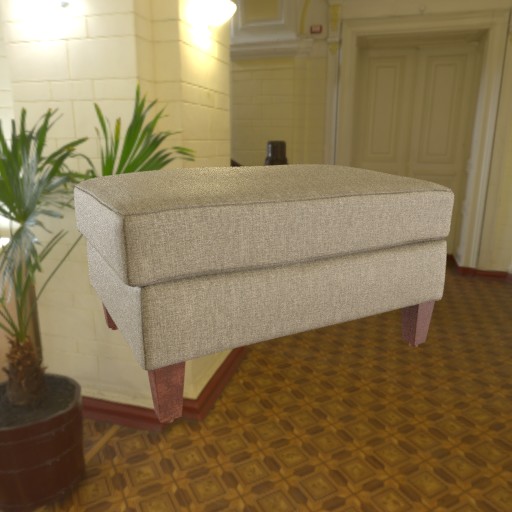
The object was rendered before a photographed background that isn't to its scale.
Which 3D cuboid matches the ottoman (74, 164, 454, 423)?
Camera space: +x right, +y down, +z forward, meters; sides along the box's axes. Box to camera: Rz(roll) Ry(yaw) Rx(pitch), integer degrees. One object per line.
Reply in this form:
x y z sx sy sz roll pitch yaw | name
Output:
0.000 0.000 1.246 0.873 0.494 0.639 -8 17 -28 | ottoman
